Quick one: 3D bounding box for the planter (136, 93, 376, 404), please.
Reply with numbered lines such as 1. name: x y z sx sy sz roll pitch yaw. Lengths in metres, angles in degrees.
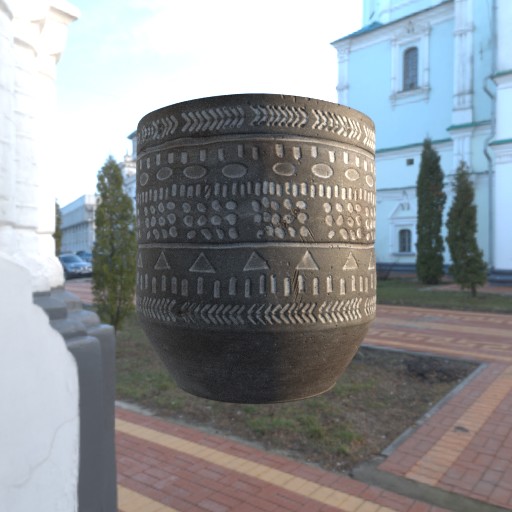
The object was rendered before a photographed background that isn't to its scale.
1. planter: 0.000 0.000 0.232 0.122 0.128 0.122 0 0 0
